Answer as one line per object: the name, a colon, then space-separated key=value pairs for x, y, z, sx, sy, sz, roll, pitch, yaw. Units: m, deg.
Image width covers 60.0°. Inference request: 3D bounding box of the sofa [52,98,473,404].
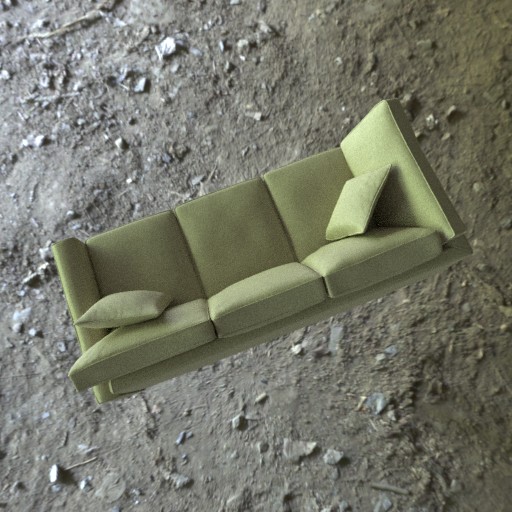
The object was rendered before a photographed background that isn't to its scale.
sofa: x=0.000 y=0.000 z=2.850 sx=2.323 sy=0.948 sz=1.053 roll=-20 pitch=77 yaw=-5
